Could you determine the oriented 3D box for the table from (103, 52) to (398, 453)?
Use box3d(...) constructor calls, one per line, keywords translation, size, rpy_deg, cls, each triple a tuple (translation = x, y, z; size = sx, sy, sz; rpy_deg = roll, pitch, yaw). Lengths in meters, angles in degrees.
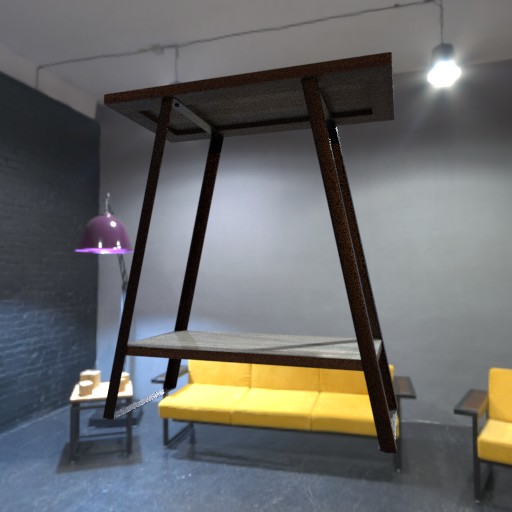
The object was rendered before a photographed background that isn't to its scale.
box3d(translation=(0.000, 0.000, 0.999), size=(0.599, 0.701, 0.300), rpy_deg=(-1, -2, 18), cls="table")
